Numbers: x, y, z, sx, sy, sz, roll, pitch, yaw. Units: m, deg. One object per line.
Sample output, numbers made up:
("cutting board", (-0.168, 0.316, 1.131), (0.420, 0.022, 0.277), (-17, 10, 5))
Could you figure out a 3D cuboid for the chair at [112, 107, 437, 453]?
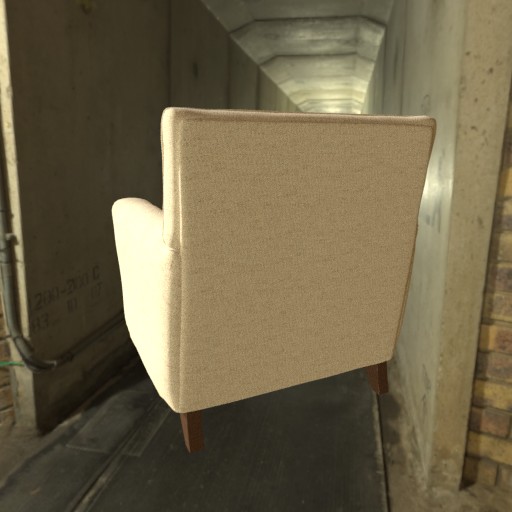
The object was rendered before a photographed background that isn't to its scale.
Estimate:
("chair", (0.000, 0.000, 1.589), (0.870, 0.943, 0.823), (-7, 16, -25))
